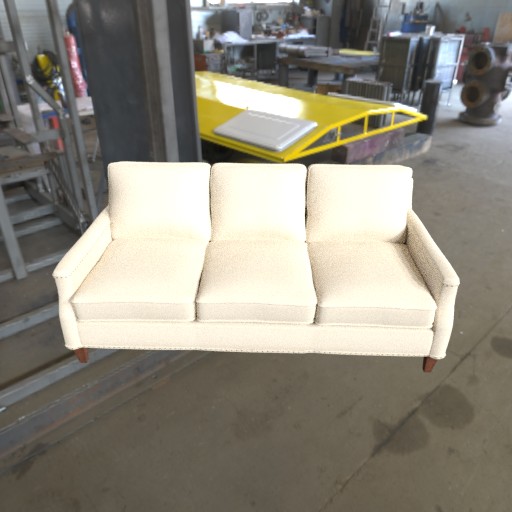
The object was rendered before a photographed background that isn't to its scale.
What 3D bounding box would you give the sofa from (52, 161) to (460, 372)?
[{"bbox_3d":[0.000,0.000,2.875,2.246,1.003,1.084,1,30,2],"label":"sofa"}]
